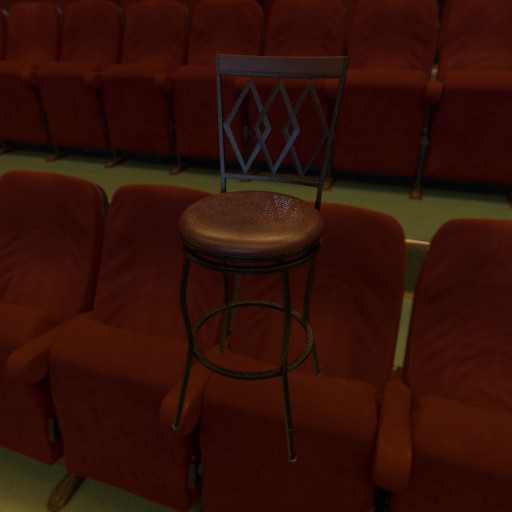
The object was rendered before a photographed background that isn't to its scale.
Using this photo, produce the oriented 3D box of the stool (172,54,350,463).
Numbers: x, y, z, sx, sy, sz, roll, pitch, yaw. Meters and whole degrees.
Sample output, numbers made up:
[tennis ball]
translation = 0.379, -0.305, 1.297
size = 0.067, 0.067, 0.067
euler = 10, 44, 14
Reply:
[stool]
translation = 0.000, 0.000, 1.397
size = 0.432, 1.134, 0.521
euler = 9, 29, 16
